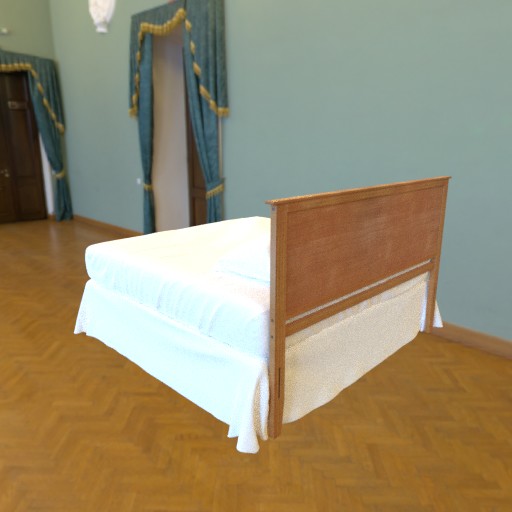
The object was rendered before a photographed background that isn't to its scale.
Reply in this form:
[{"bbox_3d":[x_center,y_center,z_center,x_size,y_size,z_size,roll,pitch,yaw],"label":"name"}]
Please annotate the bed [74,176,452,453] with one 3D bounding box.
[{"bbox_3d":[0.000,0.000,3.563,2.215,1.270,2.317,14,20,43],"label":"bed"}]
